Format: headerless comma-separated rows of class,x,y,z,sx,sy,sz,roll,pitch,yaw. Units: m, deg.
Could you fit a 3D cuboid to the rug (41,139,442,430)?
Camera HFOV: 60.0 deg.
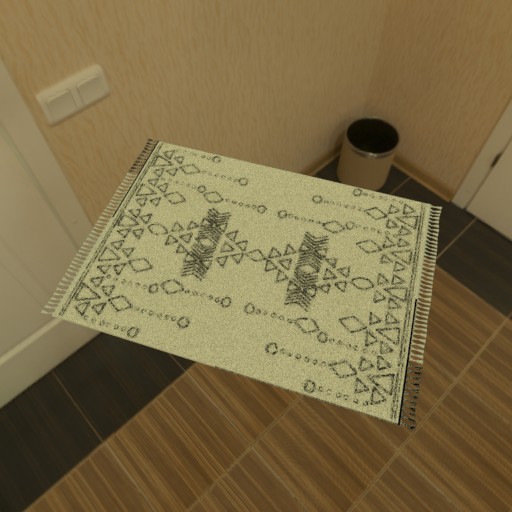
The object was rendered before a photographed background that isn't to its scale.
rug,0.000,0.000,2.983,2.312,0.013,1.600,15,60,9
